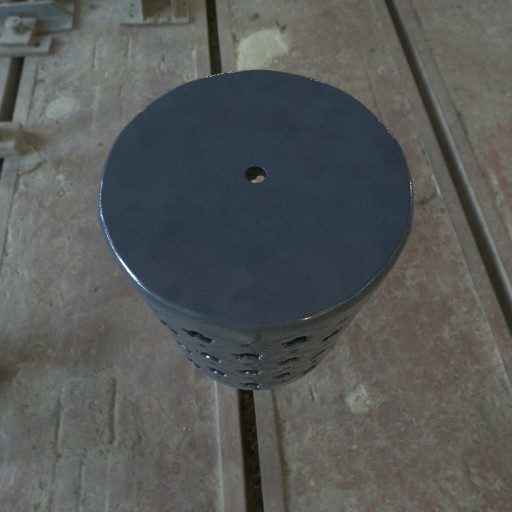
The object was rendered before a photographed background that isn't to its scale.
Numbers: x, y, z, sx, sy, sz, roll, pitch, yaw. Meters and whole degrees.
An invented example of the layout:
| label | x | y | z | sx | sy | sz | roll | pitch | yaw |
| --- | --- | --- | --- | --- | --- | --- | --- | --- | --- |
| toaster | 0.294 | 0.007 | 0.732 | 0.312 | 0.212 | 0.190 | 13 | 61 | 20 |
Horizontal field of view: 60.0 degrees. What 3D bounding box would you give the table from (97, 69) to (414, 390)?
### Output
| label | x | y | z | sx | sy | sz | roll | pitch | yaw |
| --- | --- | --- | --- | --- | --- | --- | --- | --- | --- |
| table | 0.000 | 0.000 | 0.655 | 0.352 | 0.387 | 0.352 | 0 | 62 | 0 |
